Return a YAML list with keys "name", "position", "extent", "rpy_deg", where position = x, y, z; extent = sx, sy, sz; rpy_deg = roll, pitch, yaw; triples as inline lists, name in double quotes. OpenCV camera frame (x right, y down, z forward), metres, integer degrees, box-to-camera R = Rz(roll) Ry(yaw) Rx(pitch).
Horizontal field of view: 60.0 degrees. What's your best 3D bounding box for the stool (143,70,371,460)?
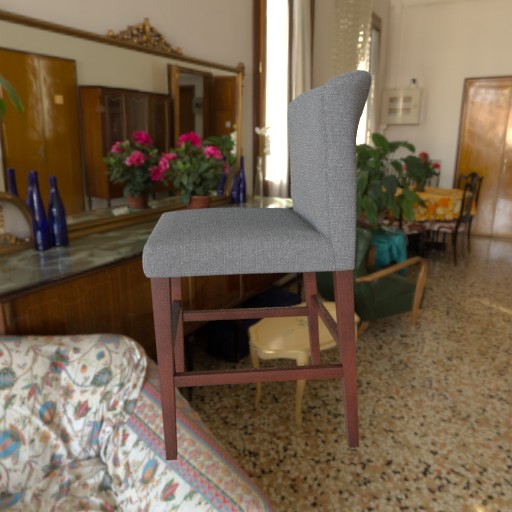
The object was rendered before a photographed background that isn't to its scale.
- name: "stool"
  position: [0.000, 0.000, 1.257]
  extent: [0.568, 0.968, 0.479]
  rpy_deg: [-2, 15, -6]
